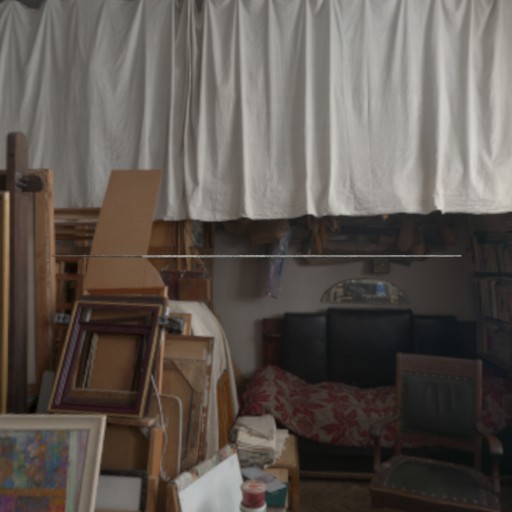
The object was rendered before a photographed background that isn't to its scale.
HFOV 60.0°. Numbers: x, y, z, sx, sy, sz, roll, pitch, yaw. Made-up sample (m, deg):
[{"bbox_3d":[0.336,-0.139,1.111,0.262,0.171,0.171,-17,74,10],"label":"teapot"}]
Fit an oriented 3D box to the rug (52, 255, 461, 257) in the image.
[{"bbox_3d":[0.000,0.000,4.482,3.353,0.013,2.438,0,0,-36],"label":"rug"}]
